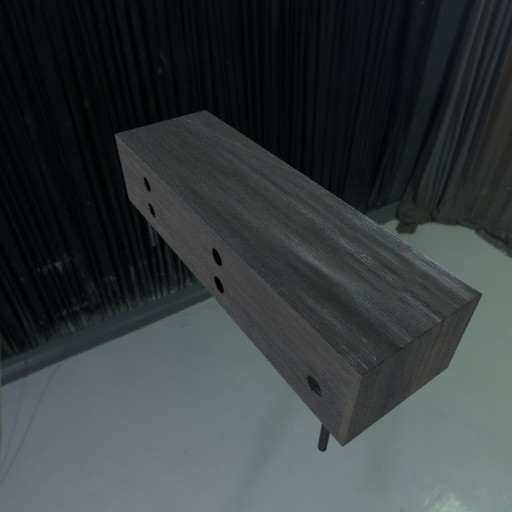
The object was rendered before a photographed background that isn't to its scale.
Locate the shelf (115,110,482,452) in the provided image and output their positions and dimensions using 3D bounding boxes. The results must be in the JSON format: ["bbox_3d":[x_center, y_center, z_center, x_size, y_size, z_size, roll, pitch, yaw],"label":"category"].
[{"bbox_3d":[0.000,0.000,1.517,0.400,0.495,1.300,-24,46,-26],"label":"shelf"}]
